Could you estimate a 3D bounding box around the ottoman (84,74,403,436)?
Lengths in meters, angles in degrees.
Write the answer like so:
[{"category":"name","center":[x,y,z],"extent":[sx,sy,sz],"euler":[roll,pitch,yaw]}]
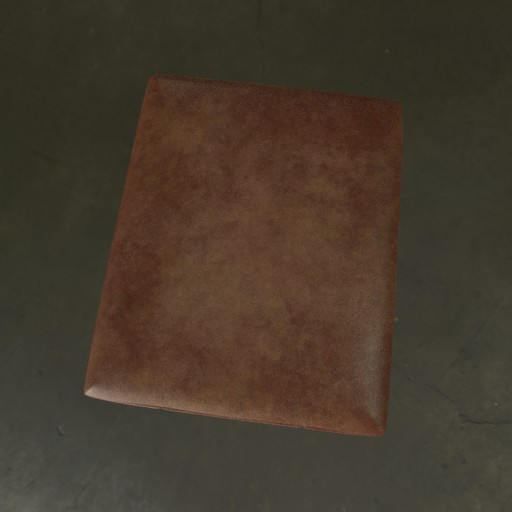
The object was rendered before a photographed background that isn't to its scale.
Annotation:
[{"category":"ottoman","center":[0.000,0.000,1.768],"extent":[0.965,0.667,1.186],"euler":[7,76,2]}]
